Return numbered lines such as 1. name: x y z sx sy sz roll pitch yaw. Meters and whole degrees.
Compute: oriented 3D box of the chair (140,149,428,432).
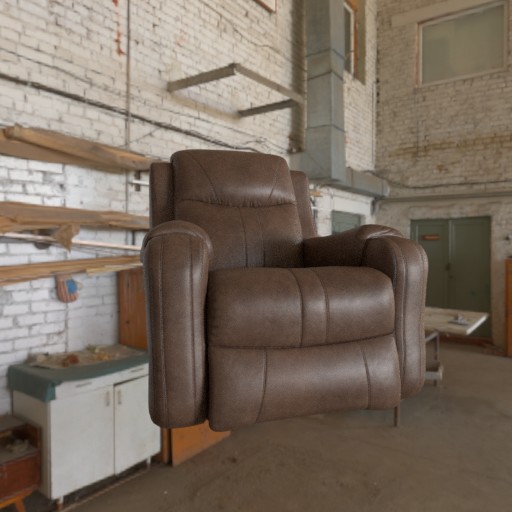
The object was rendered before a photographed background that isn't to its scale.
1. chair: 0.000 0.000 1.775 0.940 0.990 1.067 0 1 -18
